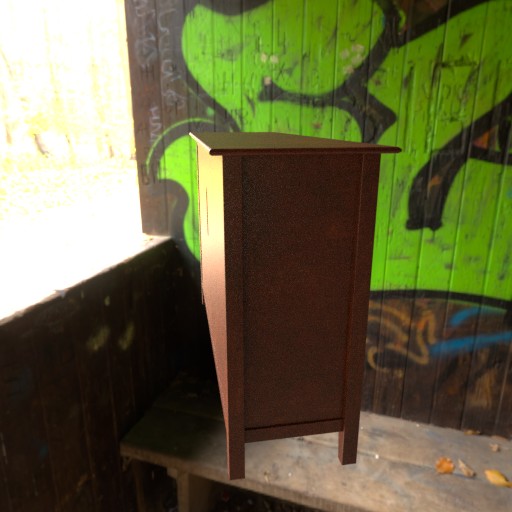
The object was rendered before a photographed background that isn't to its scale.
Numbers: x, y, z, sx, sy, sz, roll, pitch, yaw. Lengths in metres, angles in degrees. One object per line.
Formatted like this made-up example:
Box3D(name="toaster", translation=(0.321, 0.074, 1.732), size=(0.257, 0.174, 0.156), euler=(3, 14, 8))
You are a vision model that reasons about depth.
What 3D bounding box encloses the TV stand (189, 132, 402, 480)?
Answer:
Box3D(name="TV stand", translation=(0.000, 0.000, 1.762), size=(0.445, 0.915, 1.372), euler=(-3, 17, -9))
